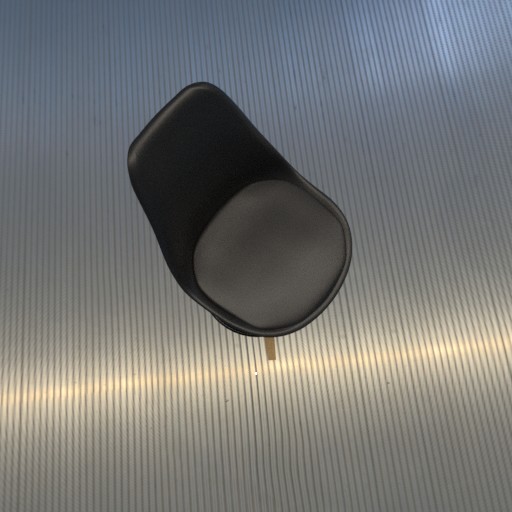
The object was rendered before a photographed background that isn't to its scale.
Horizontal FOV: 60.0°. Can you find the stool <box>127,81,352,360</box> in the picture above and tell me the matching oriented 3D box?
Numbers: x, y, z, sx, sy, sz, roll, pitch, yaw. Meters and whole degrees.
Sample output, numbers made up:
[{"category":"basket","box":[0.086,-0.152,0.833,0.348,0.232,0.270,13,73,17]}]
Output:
[{"category":"stool","box":[0.000,0.000,1.437,0.550,1.115,0.485,37,78,9]}]
